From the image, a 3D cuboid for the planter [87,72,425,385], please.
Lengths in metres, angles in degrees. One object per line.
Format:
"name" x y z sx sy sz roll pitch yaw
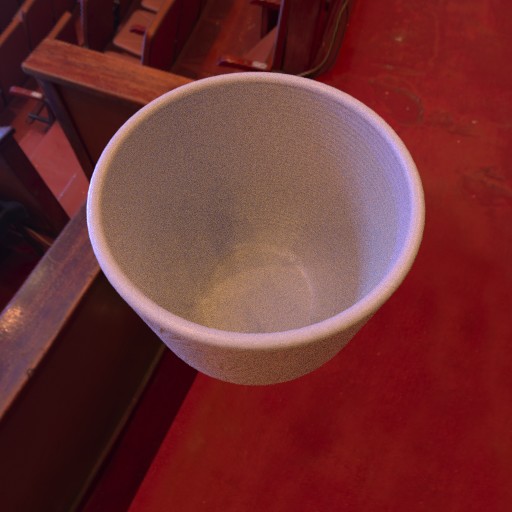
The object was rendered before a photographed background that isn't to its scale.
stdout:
"planter" 0.000 0.000 0.290 0.170 0.152 0.170 0 62 0
